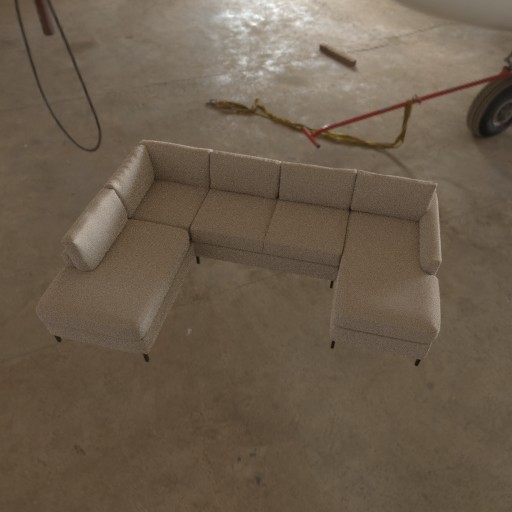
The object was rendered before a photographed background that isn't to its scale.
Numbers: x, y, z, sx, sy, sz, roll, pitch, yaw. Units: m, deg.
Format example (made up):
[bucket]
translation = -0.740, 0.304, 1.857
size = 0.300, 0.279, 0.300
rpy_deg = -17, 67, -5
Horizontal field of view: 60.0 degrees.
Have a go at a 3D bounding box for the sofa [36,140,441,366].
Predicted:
[sofa]
translation = 0.000, 0.000, 3.759
size = 2.984, 0.862, 1.989
rpy_deg = 10, 47, 9
